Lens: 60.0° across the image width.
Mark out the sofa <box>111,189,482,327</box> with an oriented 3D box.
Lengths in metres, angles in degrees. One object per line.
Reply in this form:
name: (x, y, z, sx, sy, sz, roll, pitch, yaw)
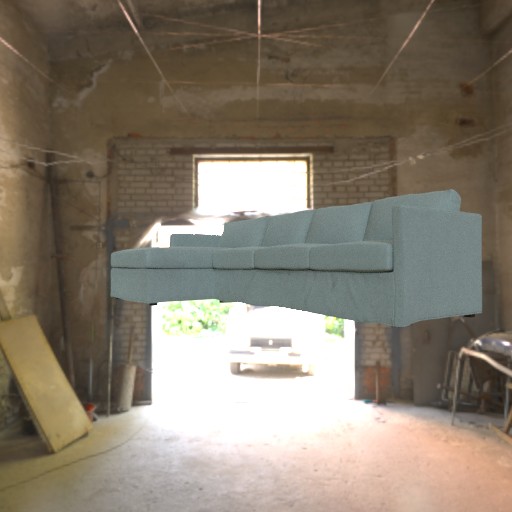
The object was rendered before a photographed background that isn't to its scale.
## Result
sofa: (0.000, 0.000, 3.930, 1.650, 0.922, 3.205, 1, -1, -36)
